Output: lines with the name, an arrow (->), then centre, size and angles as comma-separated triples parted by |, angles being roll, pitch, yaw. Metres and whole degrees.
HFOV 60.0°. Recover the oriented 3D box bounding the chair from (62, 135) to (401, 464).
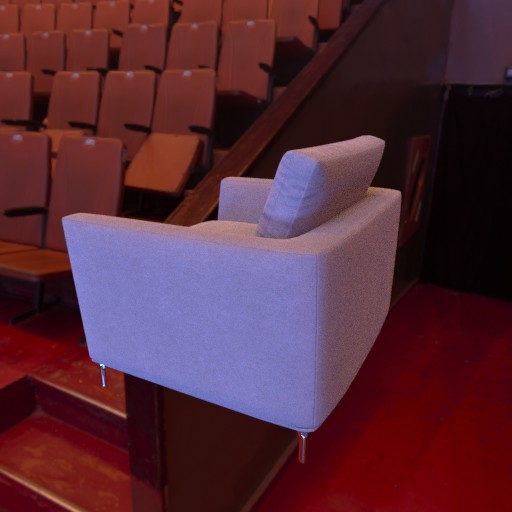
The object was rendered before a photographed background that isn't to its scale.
chair -> 0.000, 0.000, 1.674 | 0.889, 0.864, 1.041 | 9, 20, 27
